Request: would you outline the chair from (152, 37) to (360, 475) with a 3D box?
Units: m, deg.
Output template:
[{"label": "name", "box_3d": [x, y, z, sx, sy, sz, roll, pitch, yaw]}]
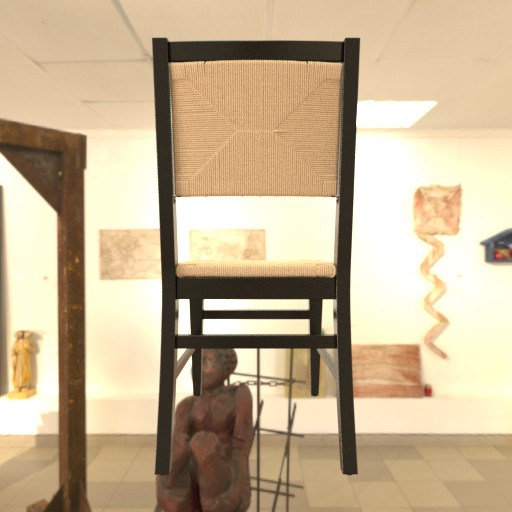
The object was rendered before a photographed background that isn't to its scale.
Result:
[{"label": "chair", "box_3d": [0.000, 0.000, 1.197, 0.437, 0.927, 0.552, 0, 1, 0]}]
